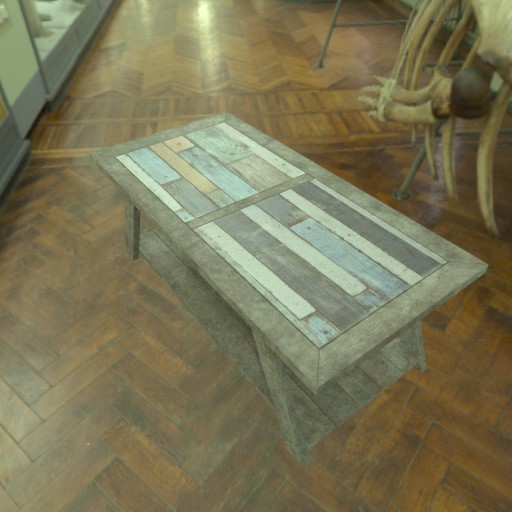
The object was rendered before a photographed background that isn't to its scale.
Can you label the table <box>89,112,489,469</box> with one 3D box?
[{"bbox_3d":[0.000,0.000,1.544,0.610,0.470,1.219,-26,47,-27],"label":"table"}]
